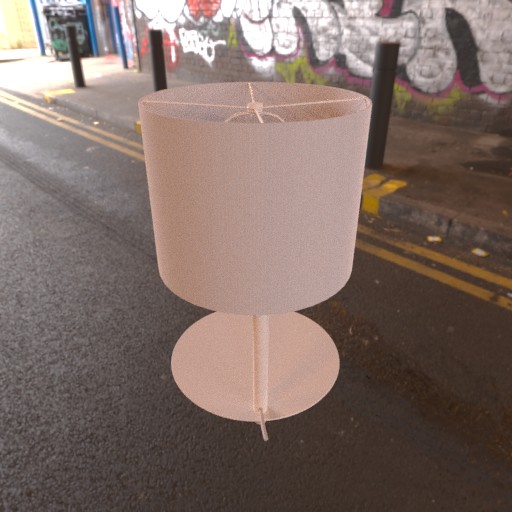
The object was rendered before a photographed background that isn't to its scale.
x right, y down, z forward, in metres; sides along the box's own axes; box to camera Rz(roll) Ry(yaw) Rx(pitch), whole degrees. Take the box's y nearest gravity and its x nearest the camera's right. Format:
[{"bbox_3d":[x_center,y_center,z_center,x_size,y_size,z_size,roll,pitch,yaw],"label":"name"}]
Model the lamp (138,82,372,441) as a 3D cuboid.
[{"bbox_3d":[0.000,0.000,0.676,0.299,0.454,0.341,-2,29,-3],"label":"lamp"}]
